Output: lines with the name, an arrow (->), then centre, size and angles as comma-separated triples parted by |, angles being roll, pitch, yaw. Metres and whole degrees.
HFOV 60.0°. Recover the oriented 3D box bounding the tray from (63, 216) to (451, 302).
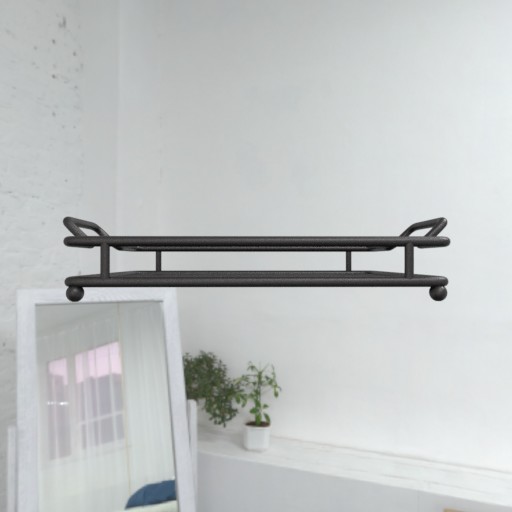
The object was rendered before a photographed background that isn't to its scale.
tray -> 0.000, 0.000, 0.620 | 0.495, 0.101, 0.297 | 0, -1, -1
